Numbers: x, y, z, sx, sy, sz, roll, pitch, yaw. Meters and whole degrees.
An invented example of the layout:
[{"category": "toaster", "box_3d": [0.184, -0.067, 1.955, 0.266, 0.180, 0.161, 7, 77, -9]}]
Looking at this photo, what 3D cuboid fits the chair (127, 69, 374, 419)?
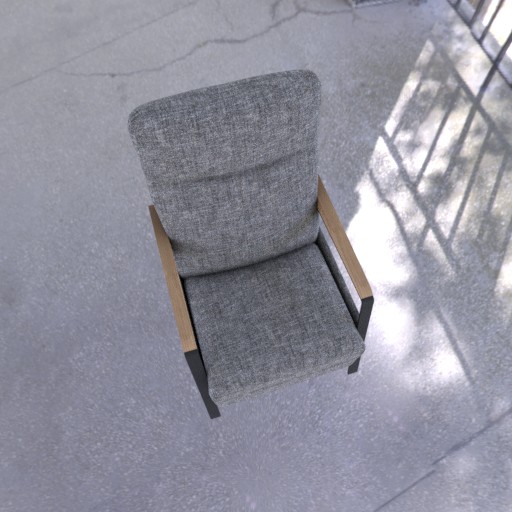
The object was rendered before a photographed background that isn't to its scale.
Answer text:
[{"category": "chair", "box_3d": [0.000, 0.000, 1.645, 0.671, 1.042, 0.868, -16, 64, -8]}]
